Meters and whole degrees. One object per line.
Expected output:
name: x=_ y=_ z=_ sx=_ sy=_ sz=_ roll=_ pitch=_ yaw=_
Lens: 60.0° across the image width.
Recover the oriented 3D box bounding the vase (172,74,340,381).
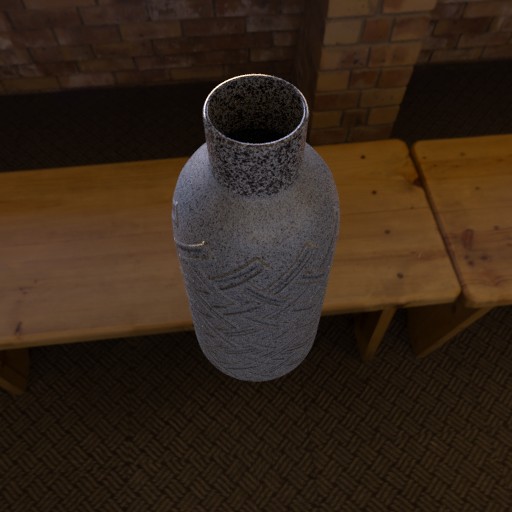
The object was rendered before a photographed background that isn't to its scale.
vase: x=0.000 y=0.000 z=0.334 sx=0.122 sy=0.282 sz=0.122 roll=0 pitch=60 yaw=0
